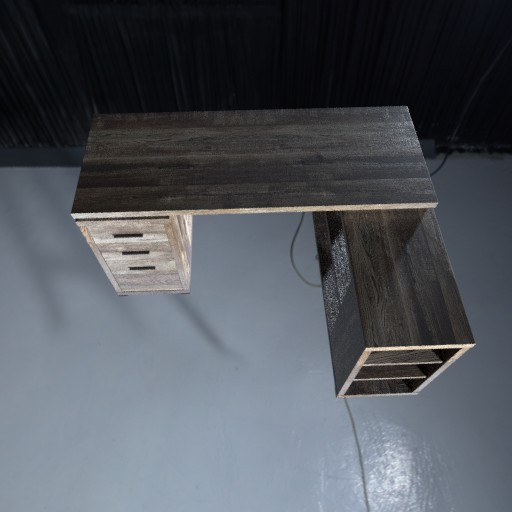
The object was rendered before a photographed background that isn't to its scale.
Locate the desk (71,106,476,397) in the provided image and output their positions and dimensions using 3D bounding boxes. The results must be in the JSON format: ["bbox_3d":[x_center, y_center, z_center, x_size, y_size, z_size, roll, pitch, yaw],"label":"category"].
[{"bbox_3d":[0.000,0.000,2.156,1.524,0.753,1.200,-2,58,-1],"label":"desk"}]
